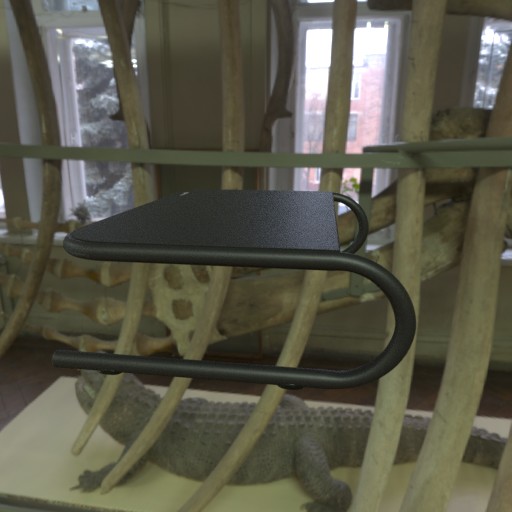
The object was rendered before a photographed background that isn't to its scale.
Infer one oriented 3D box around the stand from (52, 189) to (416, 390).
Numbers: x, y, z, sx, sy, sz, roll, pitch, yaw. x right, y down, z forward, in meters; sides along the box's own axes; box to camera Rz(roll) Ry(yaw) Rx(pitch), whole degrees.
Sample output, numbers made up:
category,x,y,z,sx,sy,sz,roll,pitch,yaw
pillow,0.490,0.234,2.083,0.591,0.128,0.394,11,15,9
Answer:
category,x,y,z,sx,sy,sz,roll,pitch,yaw
stand,0.000,0.000,0.500,0.280,0.108,0.370,2,15,8
